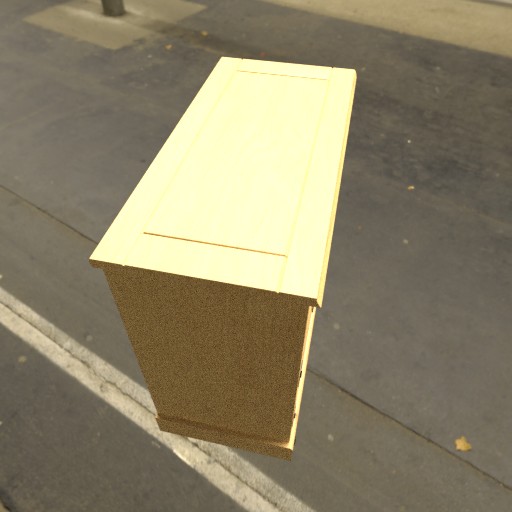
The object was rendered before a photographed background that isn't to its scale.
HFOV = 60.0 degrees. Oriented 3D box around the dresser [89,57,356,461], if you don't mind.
[{"bbox_3d":[0.000,0.000,1.404,0.440,0.835,0.915,9,48,9],"label":"dresser"}]
